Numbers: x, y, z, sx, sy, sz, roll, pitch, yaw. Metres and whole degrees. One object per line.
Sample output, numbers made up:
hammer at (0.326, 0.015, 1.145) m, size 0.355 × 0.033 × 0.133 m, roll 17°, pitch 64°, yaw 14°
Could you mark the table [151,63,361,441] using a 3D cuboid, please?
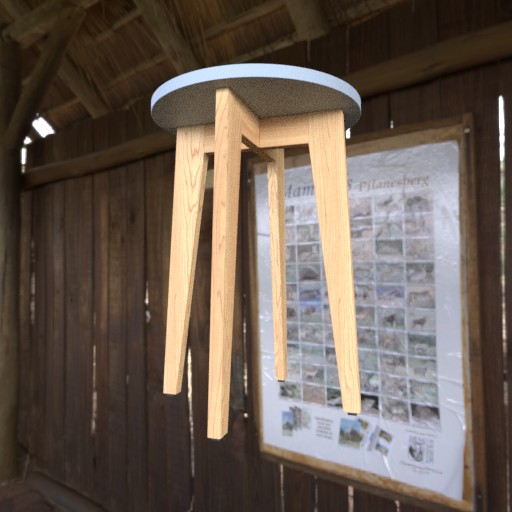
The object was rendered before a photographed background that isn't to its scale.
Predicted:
table at (0.000, 0.000, 0.754) m, size 0.350 × 0.500 × 0.350 m, roll 0°, pitch -1°, yaw 0°
